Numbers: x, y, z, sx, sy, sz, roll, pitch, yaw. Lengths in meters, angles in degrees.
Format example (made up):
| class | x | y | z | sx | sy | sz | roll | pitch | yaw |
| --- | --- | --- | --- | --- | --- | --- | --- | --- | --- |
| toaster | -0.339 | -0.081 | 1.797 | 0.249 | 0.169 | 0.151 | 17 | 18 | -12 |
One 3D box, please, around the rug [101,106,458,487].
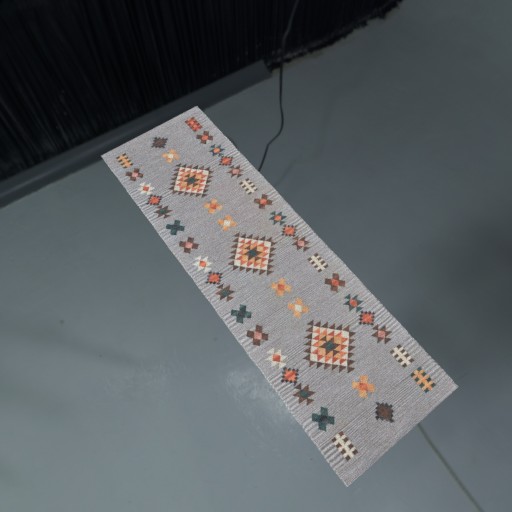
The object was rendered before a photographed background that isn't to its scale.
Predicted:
| class | x | y | z | sx | sy | sz | roll | pitch | yaw |
| --- | --- | --- | --- | --- | --- | --- | --- | --- | --- |
| rug | 0.000 | 0.000 | 2.602 | 0.766 | 0.008 | 2.432 | -33 | 67 | -16 |
